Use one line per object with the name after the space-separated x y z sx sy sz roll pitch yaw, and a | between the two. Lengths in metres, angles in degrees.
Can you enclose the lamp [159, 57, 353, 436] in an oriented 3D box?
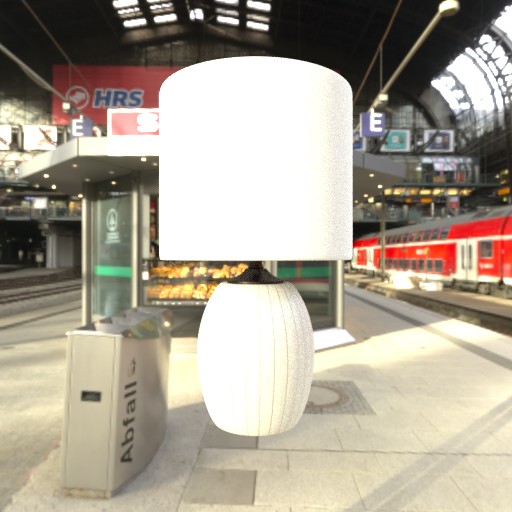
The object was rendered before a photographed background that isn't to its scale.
0.000 0.000 0.771 0.328 0.570 0.328 0 0 0 | lamp
